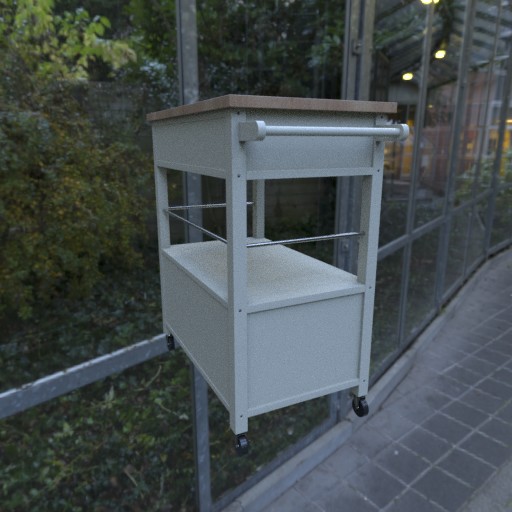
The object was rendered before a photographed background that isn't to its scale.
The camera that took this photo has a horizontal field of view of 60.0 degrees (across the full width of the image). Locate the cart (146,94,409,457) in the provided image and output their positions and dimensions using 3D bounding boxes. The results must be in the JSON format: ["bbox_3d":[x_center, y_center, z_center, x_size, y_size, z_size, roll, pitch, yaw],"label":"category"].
[{"bbox_3d":[0.000,0.000,1.426,0.459,0.901,0.840,-7,16,-25],"label":"cart"}]
